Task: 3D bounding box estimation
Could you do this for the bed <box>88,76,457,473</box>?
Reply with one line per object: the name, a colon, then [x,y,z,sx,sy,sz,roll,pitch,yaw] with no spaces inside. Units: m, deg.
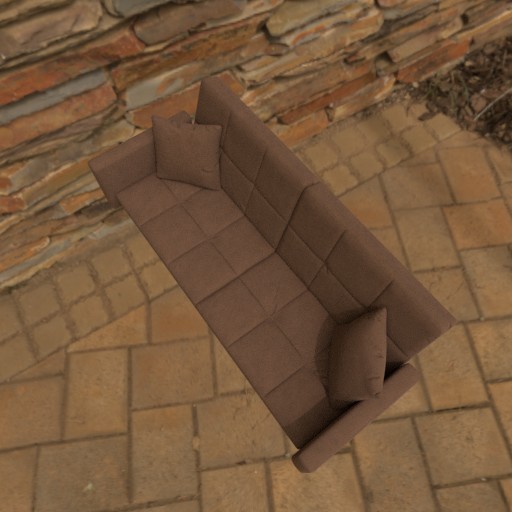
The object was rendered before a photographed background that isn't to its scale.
bed: [0.000,0.000,2.318,0.889,0.787,1.905,-34,69,-15]
